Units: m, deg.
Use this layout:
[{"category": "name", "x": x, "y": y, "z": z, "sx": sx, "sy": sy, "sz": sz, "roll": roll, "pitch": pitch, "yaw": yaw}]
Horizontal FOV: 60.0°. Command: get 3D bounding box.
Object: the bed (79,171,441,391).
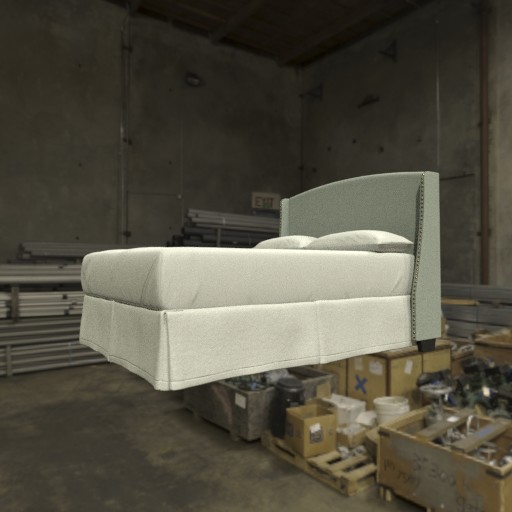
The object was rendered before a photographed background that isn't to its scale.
[{"category": "bed", "x": 0.000, "y": 0.000, "z": 3.400, "sx": 2.237, "sy": 1.407, "sz": 1.710, "roll": 1, "pitch": -1, "yaw": -35}]
